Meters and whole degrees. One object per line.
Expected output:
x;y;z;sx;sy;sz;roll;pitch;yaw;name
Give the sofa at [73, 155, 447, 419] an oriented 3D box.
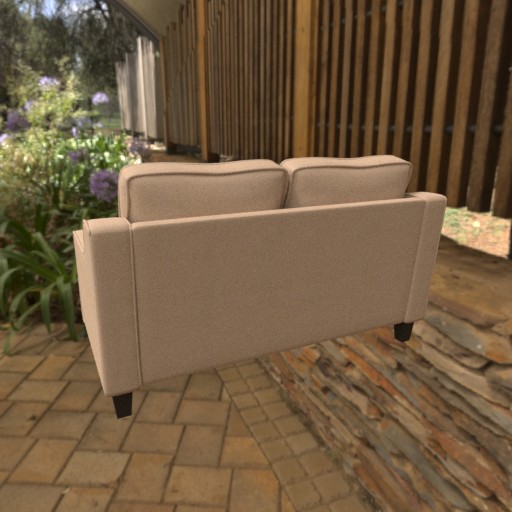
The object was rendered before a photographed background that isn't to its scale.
0.000;0.000;3.523;2.587;1.562;1.351;-8;18;-25;sofa
